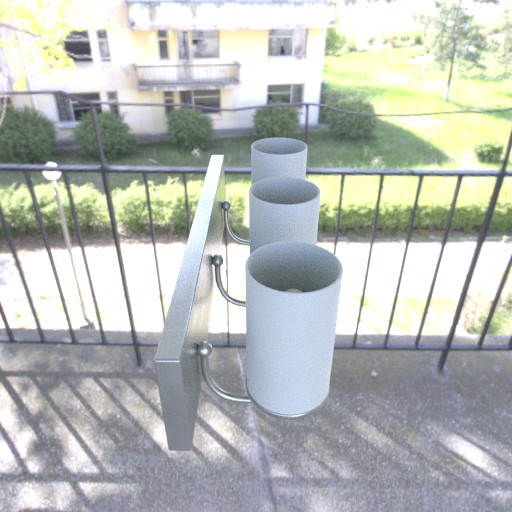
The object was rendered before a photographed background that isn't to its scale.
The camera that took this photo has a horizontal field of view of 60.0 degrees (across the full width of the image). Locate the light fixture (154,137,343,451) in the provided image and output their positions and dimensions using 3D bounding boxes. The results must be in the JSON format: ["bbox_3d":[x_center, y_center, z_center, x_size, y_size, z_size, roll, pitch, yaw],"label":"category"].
[{"bbox_3d":[0.000,0.000,0.536,0.145,0.172,0.451,0,32,0],"label":"light fixture"}]
